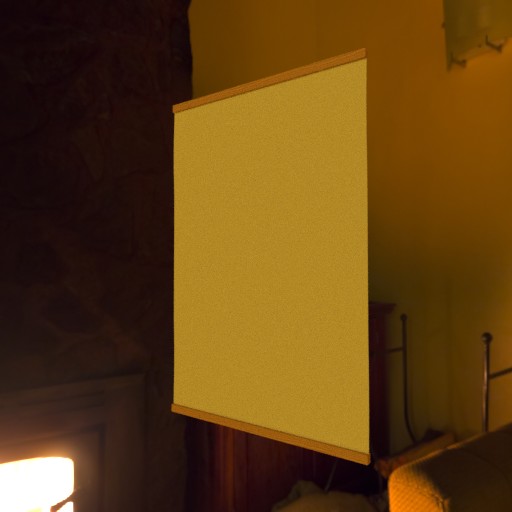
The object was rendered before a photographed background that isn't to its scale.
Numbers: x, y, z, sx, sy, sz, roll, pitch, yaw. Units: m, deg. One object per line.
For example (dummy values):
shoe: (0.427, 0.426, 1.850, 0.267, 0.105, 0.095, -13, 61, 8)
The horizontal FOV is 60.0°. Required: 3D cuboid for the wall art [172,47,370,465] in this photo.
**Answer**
wall art: (0.000, 0.000, 1.921, 1.011, 1.521, 0.025, -1, -2, 36)
